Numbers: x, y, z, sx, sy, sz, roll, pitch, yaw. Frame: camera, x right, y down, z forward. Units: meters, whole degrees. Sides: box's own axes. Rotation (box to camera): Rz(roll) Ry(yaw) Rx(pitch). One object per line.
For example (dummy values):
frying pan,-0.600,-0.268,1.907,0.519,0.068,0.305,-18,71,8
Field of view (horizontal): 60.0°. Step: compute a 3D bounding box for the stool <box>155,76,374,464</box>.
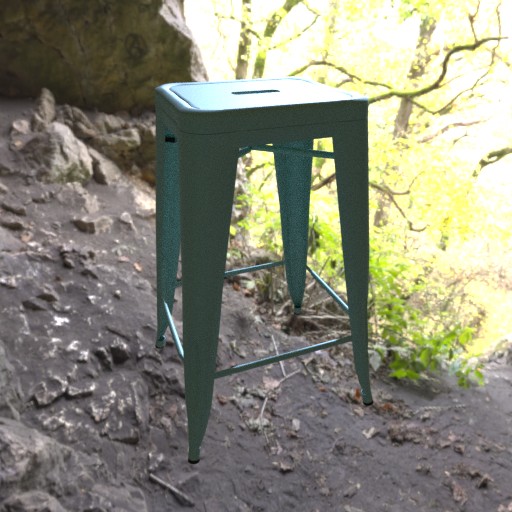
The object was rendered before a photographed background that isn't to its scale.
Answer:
stool,0.000,0.000,0.859,0.399,0.609,0.359,-11,31,-19
